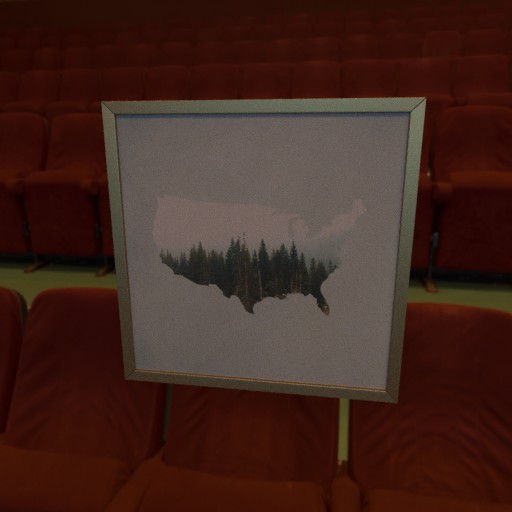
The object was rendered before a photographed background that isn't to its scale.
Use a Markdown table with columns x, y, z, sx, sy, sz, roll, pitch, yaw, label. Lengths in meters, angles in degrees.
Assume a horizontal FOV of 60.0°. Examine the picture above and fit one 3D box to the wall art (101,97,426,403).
| x | y | z | sx | sy | sz | roll | pitch | yaw | label |
| --- | --- | --- | --- | --- | --- | --- | --- | --- | --- |
| 0.000 | 0.000 | 1.146 | 0.762 | 0.762 | 0.038 | 2 | 15 | 9 | wall art |
